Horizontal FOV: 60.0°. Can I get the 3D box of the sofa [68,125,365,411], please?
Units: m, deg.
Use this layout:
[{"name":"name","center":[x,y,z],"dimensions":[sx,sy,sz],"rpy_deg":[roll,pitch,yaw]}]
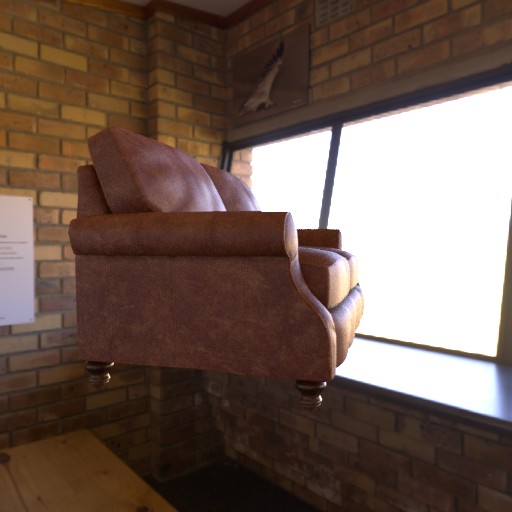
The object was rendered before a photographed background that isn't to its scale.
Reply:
[{"name":"sofa","center":[0.000,0.000,2.172],"dimensions":[0.990,0.967,1.616],"rpy_deg":[0,1,17]}]
